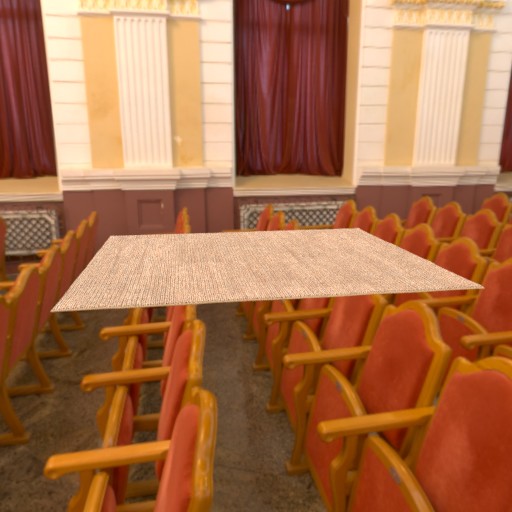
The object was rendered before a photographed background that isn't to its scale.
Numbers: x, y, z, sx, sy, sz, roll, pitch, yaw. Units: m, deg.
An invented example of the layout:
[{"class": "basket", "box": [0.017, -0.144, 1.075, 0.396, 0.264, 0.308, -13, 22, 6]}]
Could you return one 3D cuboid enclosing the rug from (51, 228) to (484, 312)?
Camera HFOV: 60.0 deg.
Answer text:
[{"class": "rug", "box": [0.000, 0.000, 4.218, 3.052, 0.030, 2.429, -2, 14, -9]}]
